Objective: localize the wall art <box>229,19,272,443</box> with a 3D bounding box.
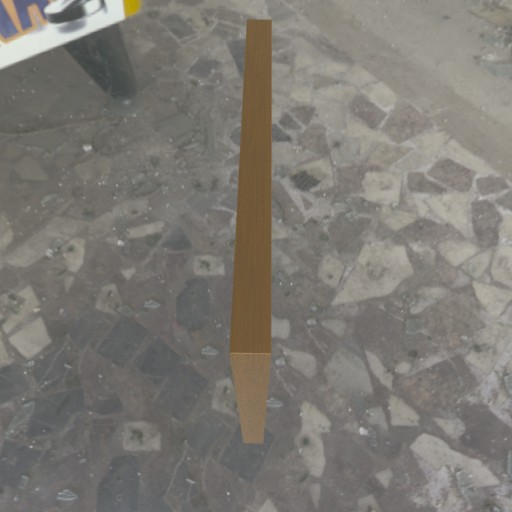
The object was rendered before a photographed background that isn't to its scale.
[{"bbox_3d":[0.000,0.000,0.735,0.037,0.505,0.505,1,59,1],"label":"wall art"}]
